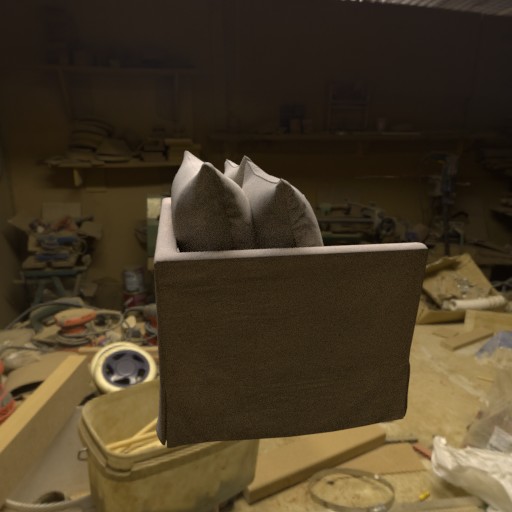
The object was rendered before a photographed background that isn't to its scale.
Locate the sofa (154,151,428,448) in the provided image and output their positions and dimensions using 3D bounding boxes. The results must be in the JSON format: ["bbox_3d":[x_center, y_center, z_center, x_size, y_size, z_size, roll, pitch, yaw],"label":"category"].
[{"bbox_3d":[0.000,0.000,2.308,1.035,1.040,1.608,-3,15,-10],"label":"sofa"}]
